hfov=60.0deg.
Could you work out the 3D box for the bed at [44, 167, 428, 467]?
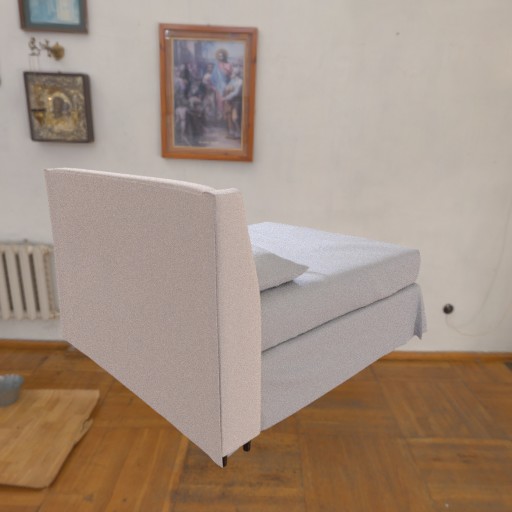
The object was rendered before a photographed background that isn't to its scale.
[{"bbox_3d":[0.000,0.000,3.304,2.276,1.332,1.925,-14,20,-42],"label":"bed"}]
